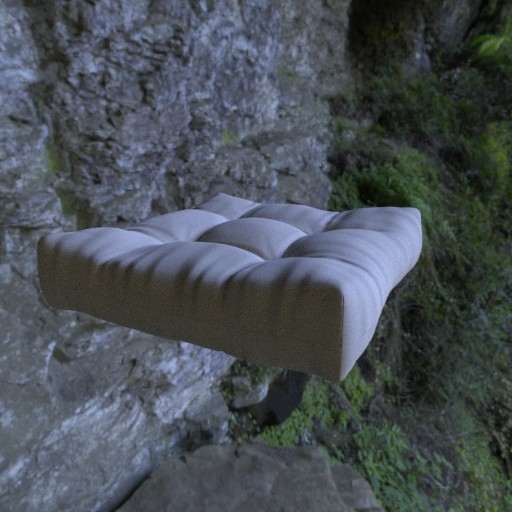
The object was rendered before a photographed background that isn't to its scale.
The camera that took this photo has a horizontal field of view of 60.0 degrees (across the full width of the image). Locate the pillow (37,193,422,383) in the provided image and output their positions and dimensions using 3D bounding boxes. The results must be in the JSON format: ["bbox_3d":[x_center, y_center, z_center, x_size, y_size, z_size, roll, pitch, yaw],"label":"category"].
[{"bbox_3d":[0.000,0.000,0.729,0.468,0.128,0.490,8,19,26],"label":"pillow"}]
